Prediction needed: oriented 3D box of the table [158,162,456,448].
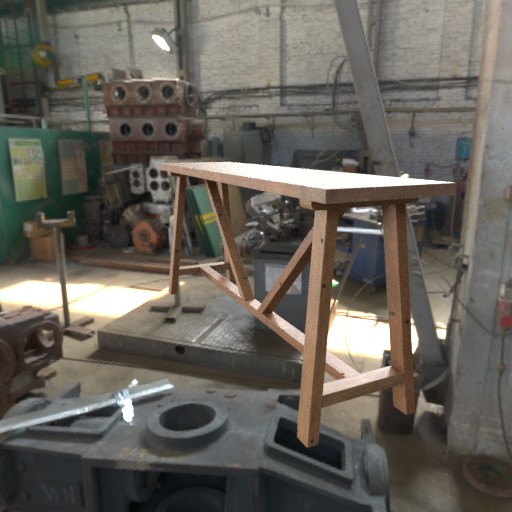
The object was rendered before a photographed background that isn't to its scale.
[{"bbox_3d":[0.000,0.000,2.113,0.465,0.810,1.800,-7,16,-25],"label":"table"}]
